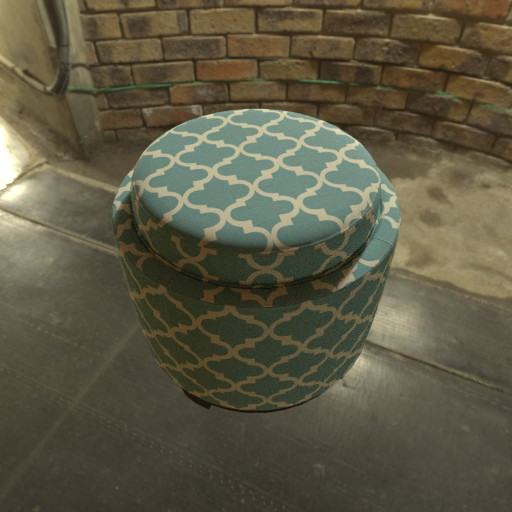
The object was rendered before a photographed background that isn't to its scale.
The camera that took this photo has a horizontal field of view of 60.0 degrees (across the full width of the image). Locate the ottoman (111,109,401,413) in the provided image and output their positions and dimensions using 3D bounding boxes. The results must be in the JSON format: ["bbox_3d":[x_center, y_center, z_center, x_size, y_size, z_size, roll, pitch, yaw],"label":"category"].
[{"bbox_3d":[0.000,0.000,0.840,0.480,0.429,0.480,0,46,0],"label":"ottoman"}]
